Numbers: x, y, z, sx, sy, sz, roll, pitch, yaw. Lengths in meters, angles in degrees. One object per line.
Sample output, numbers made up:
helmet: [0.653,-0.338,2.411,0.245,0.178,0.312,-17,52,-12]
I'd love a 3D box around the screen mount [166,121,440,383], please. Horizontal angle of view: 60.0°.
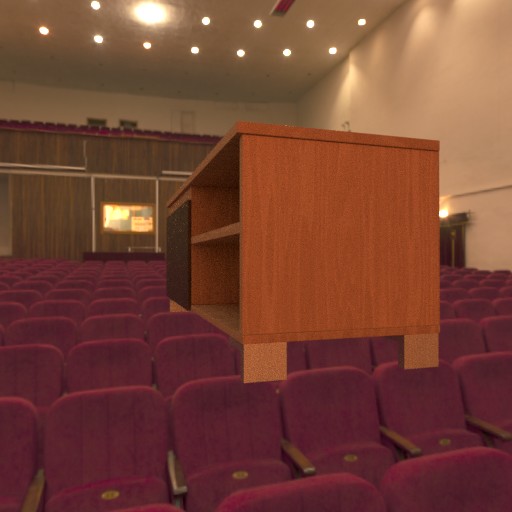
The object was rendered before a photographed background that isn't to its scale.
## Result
screen mount: [0.000,0.000,1.302,0.406,0.432,1.084,0,-1,-17]
